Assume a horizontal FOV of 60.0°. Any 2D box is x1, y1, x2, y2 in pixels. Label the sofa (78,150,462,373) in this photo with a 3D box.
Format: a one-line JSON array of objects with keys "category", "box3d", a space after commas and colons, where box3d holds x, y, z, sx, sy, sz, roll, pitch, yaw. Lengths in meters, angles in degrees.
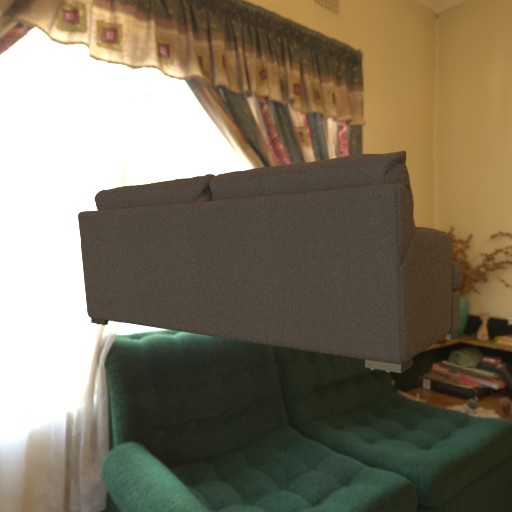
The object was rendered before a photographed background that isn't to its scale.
[{"category": "sofa", "box3d": [0.000, 0.000, 2.825, 2.271, 0.950, 1.140, 1, 1, 36]}]
